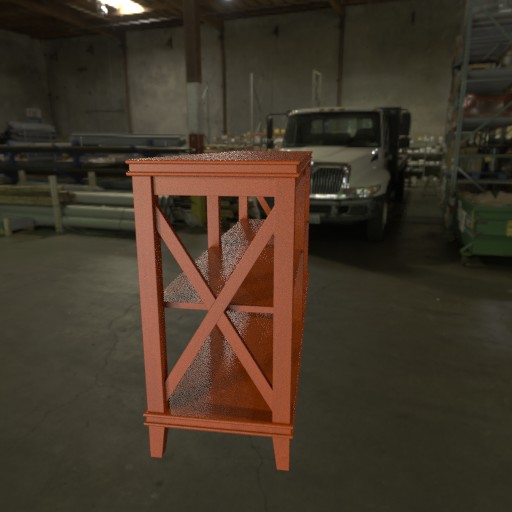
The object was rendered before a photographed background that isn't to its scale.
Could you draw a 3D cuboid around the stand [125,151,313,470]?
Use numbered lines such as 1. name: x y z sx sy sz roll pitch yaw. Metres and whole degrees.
1. stand: 0.000 0.000 1.694 0.381 0.762 1.372 2 14 8
